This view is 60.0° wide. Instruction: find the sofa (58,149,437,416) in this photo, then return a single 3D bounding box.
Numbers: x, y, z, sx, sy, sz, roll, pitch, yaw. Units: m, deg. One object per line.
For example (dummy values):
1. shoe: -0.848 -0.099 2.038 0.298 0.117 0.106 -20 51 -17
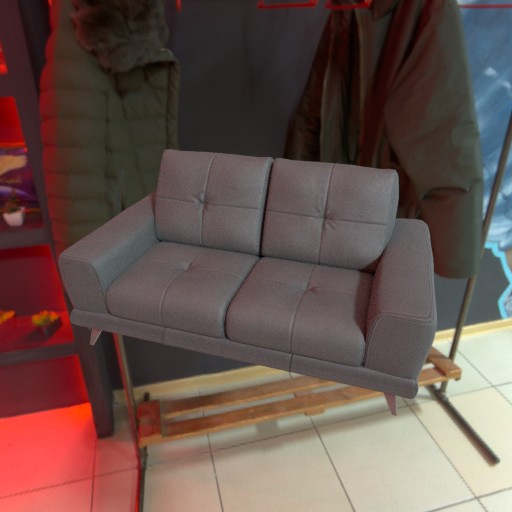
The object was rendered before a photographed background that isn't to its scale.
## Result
1. sofa: 0.000 0.000 2.394 1.806 0.907 1.018 9 30 15
